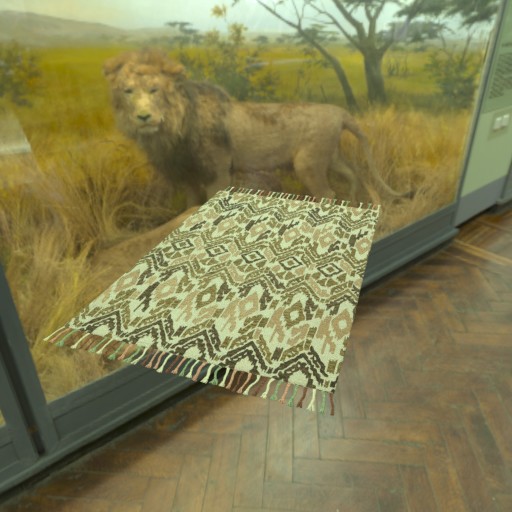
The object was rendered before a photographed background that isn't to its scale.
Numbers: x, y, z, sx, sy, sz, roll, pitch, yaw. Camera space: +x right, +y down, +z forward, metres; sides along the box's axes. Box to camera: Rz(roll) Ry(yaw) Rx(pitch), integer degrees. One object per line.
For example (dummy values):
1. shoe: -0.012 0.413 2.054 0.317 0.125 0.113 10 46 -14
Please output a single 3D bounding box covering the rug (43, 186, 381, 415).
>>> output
1. rug: 0.000 0.000 3.092 1.524 0.008 2.438 10 31 16
